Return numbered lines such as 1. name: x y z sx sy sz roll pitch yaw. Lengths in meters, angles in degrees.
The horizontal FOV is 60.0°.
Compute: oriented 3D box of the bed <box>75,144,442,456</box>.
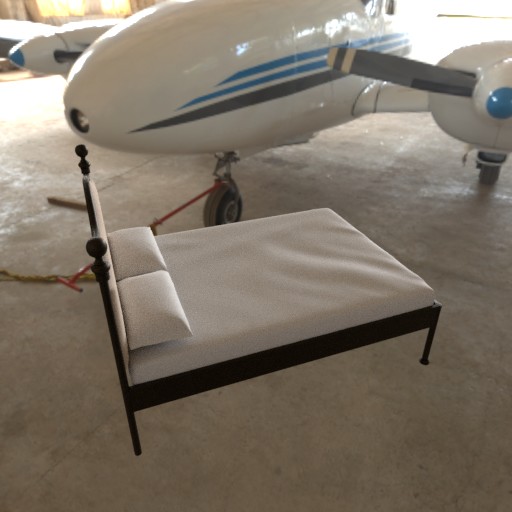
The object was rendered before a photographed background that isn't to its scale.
1. bed: 0.000 0.000 3.297 2.224 1.499 1.642 -11 32 -18
